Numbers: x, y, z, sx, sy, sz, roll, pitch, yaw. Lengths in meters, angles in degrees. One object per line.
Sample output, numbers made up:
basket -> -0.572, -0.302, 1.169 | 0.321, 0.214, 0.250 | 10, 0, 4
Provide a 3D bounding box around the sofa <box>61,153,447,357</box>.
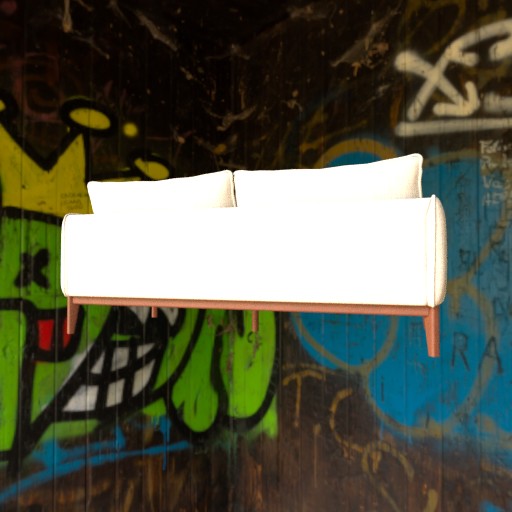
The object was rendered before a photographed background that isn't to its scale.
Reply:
sofa -> 0.000, 0.000, 2.556 | 1.989, 0.860, 0.991 | 0, -1, 20
